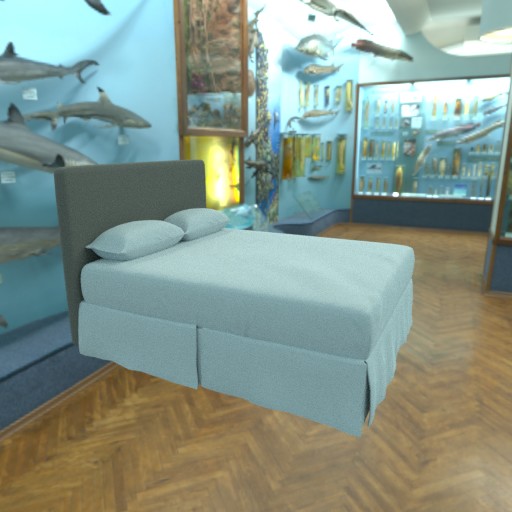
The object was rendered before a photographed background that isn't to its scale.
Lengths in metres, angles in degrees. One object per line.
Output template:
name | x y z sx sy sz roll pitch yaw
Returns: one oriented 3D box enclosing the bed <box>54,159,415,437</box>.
bed | 0.000 0.000 3.281 2.142 1.330 1.748 7 16 25
